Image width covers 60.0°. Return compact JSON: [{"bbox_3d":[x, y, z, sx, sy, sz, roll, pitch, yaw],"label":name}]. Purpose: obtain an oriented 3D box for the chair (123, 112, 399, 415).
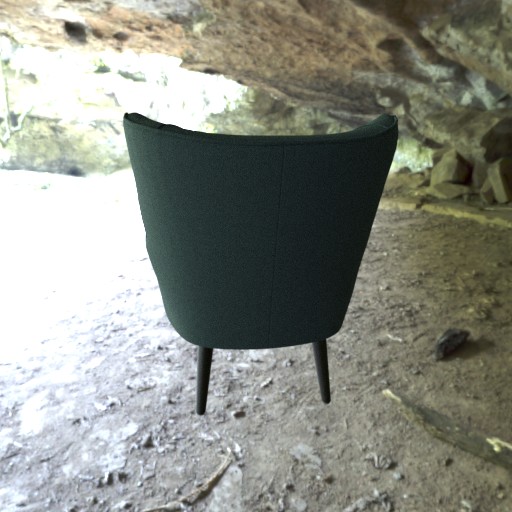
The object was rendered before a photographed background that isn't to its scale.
[{"bbox_3d":[0.000,0.000,1.543,0.781,0.933,0.888,-2,16,-8],"label":"chair"}]
